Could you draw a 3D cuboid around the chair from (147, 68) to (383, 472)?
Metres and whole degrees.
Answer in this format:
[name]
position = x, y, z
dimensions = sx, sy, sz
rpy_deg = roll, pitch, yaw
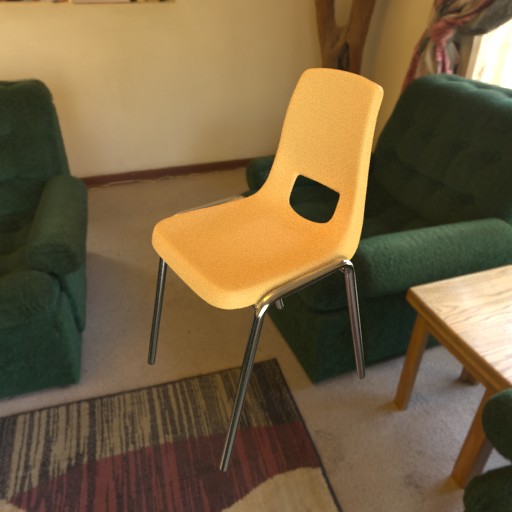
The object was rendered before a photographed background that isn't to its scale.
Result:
[chair]
position = 0.000, 0.000, 0.951
dimensions = 0.436, 0.704, 0.381
rpy_deg = -21, 38, -29
